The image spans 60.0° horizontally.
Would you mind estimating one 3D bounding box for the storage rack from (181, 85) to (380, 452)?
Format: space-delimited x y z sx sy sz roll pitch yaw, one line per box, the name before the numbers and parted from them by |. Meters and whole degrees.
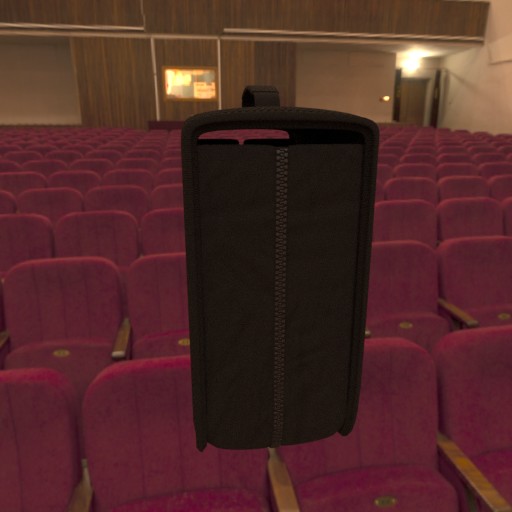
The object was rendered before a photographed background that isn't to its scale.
storage rack | 0.000 0.000 0.538 0.168 0.387 0.297 -3 16 -9
